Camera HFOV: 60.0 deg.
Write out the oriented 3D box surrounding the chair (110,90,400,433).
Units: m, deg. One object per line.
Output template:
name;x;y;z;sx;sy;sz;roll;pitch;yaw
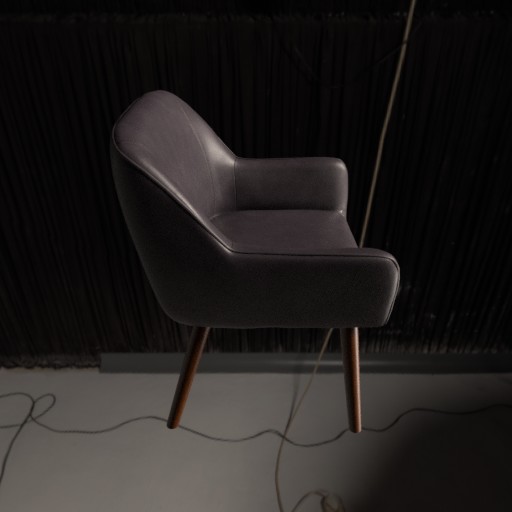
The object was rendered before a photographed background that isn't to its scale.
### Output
chair;0.000;0.000;1.245;0.610;0.828;0.610;-1;32;-1
